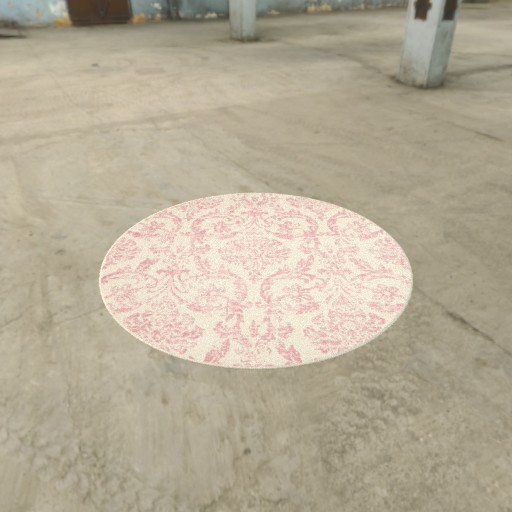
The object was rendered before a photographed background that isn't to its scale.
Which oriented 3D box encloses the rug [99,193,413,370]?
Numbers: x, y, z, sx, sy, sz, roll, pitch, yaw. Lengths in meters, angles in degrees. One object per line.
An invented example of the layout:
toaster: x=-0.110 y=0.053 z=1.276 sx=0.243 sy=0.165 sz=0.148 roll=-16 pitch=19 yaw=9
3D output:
rug: x=0.000 y=0.000 z=2.345 sx=1.593 sy=0.012 sz=1.593 roll=0 pitch=33 yaw=0
